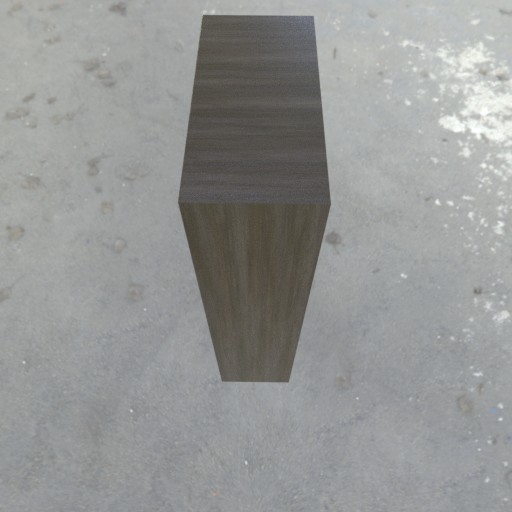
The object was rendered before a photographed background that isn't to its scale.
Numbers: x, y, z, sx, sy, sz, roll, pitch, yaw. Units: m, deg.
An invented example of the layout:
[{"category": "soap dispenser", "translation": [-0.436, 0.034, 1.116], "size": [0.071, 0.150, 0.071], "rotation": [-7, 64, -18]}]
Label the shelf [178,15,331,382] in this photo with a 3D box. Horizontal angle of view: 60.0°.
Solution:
[{"category": "shelf", "translation": [0.000, 0.000, 1.751], "size": [0.323, 1.545, 0.670], "rotation": [1, 59, 0]}]
